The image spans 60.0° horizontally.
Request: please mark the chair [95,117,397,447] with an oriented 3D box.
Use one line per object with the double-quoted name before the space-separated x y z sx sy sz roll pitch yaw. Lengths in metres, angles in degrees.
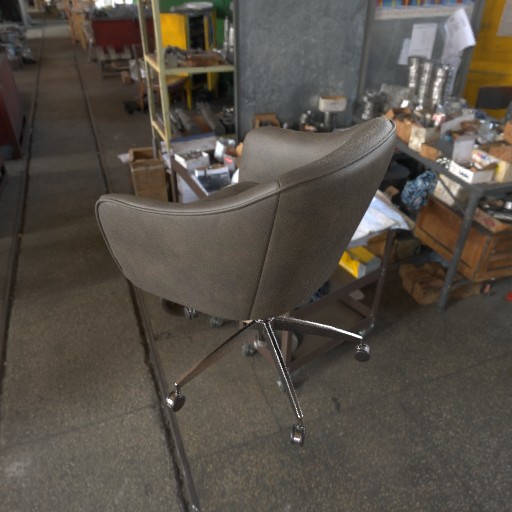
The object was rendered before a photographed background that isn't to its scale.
"chair" 0.000 0.000 1.336 0.689 0.827 0.713 22 40 29
